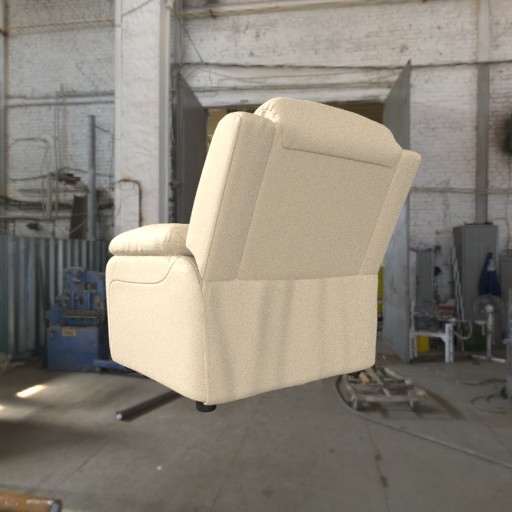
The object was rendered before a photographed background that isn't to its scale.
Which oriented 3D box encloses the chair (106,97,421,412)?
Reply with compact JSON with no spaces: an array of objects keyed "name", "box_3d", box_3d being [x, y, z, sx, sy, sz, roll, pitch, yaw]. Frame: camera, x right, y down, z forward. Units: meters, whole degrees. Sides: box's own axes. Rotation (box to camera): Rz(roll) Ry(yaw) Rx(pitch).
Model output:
[{"name":"chair","box_3d":[0.000,0.000,1.280,0.680,0.702,0.709,0,0,-37]}]
